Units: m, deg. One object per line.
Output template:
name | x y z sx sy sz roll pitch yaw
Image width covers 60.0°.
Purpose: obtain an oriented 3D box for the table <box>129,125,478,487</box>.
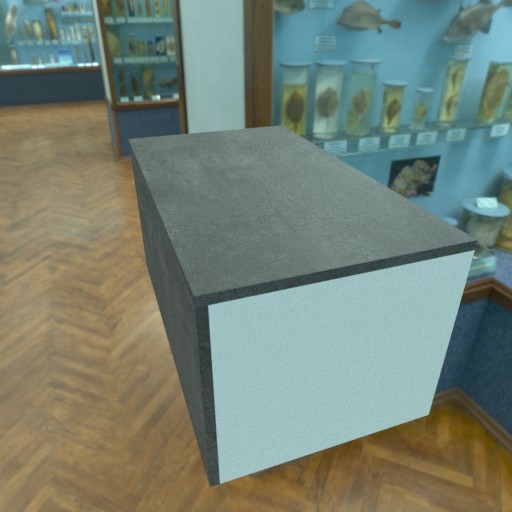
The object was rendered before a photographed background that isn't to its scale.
table | 0.000 0.000 0.926 0.400 0.350 0.700 -10 31 -17
